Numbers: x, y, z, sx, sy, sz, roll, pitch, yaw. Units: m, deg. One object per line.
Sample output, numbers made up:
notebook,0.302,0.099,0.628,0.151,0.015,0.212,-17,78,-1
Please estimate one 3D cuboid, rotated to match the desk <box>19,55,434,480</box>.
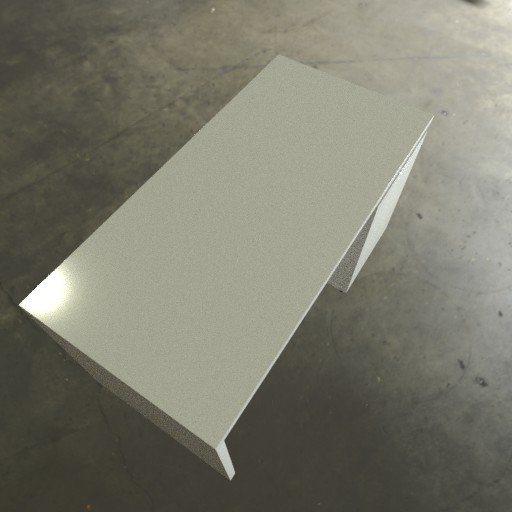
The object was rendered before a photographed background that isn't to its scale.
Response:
desk,0.000,0.000,1.777,0.690,0.740,1.400,29,62,17
